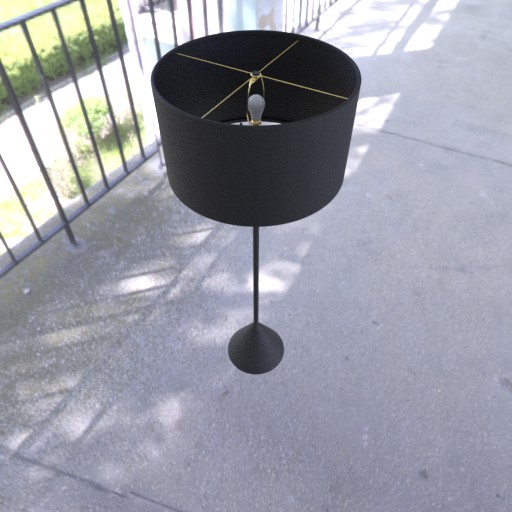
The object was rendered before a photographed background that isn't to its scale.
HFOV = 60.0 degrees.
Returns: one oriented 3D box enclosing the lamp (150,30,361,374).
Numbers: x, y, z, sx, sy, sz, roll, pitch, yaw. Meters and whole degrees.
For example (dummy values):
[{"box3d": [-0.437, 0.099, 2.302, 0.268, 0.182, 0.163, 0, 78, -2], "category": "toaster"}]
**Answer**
[{"box3d": [0.000, 0.000, 1.793, 0.580, 1.526, 0.580, 23, 52, 20], "category": "lamp"}]
